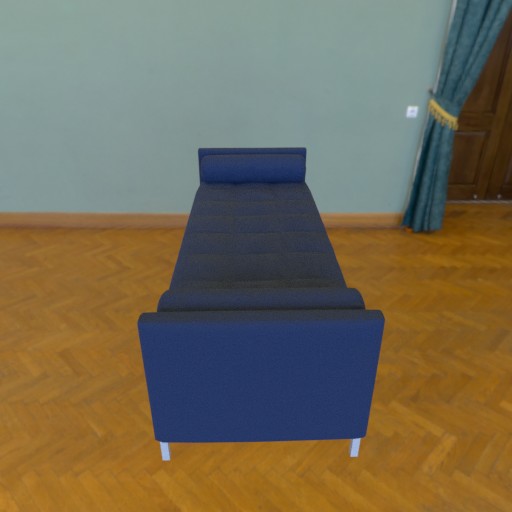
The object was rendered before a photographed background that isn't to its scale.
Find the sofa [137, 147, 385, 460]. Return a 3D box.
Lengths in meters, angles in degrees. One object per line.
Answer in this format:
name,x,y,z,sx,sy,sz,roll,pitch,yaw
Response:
sofa,0.000,0.000,2.422,0.797,0.657,2.102,-1,28,-1
